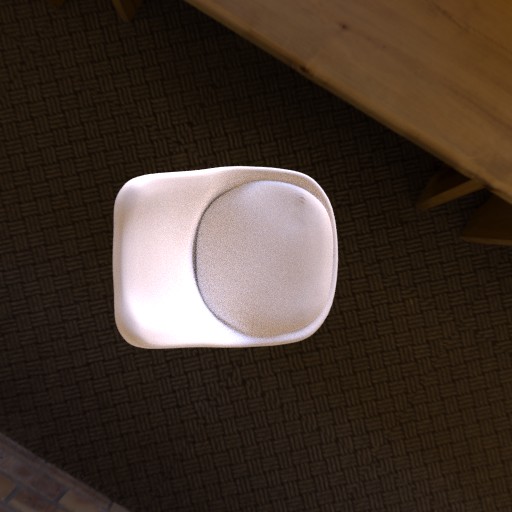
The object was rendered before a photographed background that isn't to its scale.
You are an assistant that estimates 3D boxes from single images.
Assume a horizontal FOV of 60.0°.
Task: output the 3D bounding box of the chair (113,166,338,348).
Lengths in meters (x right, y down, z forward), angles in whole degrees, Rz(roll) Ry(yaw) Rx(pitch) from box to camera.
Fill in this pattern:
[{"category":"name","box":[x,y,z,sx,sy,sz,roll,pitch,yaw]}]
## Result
[{"category":"chair","box":[0.000,0.000,1.280,0.550,0.930,0.550,0,91,-1]}]
